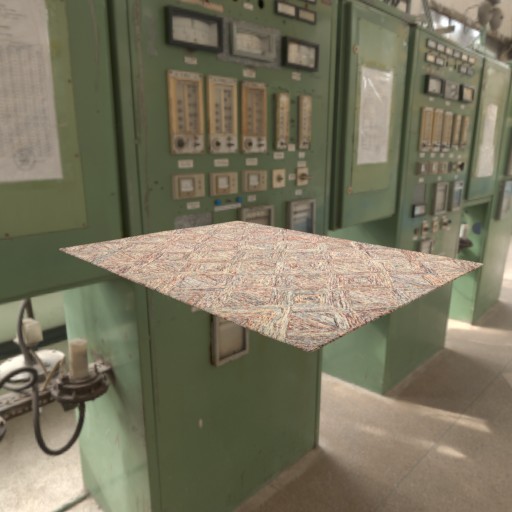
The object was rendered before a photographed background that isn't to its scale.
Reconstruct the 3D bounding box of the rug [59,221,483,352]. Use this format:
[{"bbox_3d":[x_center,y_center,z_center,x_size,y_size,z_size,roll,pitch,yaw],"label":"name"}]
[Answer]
[{"bbox_3d":[0.000,0.000,4.158,2.436,0.024,3.226,-13,19,-43],"label":"rug"}]
